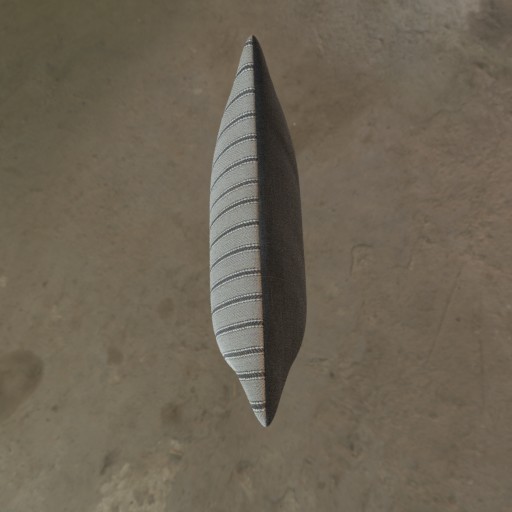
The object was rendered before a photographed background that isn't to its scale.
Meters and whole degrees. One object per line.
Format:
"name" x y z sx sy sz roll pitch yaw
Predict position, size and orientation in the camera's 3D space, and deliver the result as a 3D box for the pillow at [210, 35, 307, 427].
"pillow" 0.000 0.000 0.703 0.138 0.444 0.468 -2 75 0
